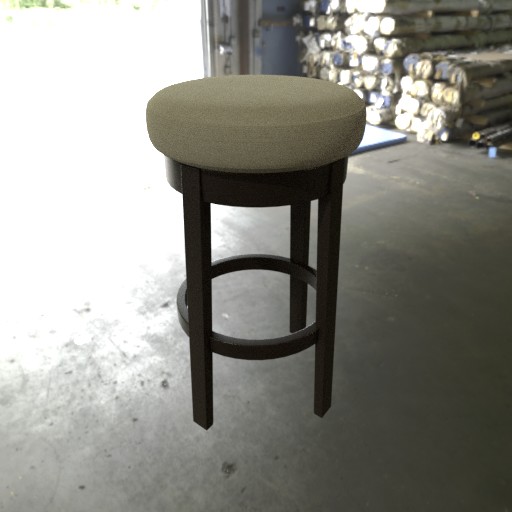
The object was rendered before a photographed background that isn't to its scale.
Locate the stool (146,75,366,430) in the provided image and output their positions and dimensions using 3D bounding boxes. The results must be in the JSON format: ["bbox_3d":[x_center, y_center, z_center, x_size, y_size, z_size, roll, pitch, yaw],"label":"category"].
[{"bbox_3d":[0.000,0.000,1.040,0.446,0.758,0.446,0,30,0],"label":"stool"}]
